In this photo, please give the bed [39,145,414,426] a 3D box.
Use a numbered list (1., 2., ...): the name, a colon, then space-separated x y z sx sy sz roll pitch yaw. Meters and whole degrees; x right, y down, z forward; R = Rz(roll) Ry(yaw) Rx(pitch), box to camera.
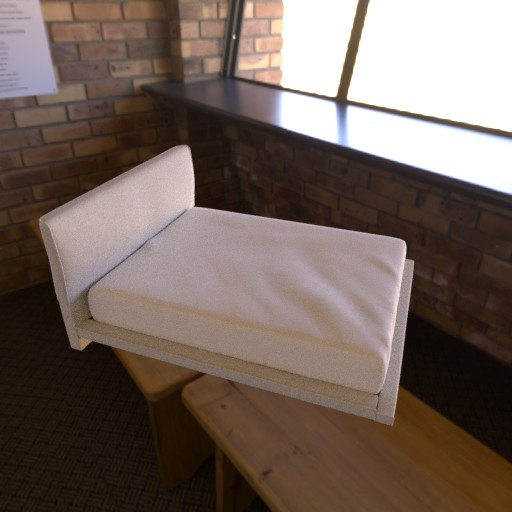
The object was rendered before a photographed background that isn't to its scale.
1. bed: 0.000 0.000 3.639 2.498 1.126 1.980 11 31 18
